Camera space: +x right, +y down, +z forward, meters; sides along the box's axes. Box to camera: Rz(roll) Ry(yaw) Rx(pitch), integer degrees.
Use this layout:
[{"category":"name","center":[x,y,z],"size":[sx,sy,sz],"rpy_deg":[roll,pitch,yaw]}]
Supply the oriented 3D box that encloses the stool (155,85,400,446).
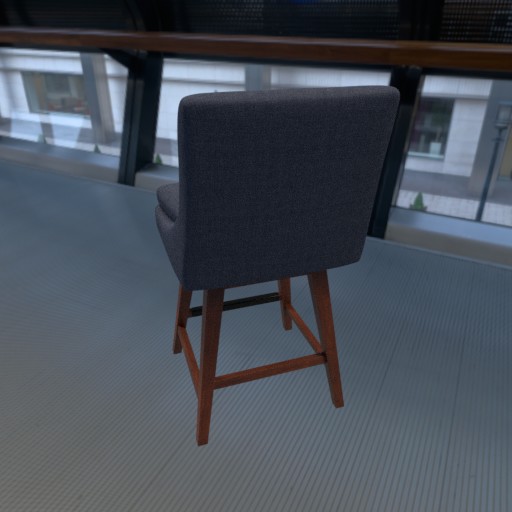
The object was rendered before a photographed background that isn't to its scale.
[{"category":"stool","center":[0.000,0.000,1.182],"size":[0.467,0.895,0.524],"rpy_deg":[-9,29,-17]}]
